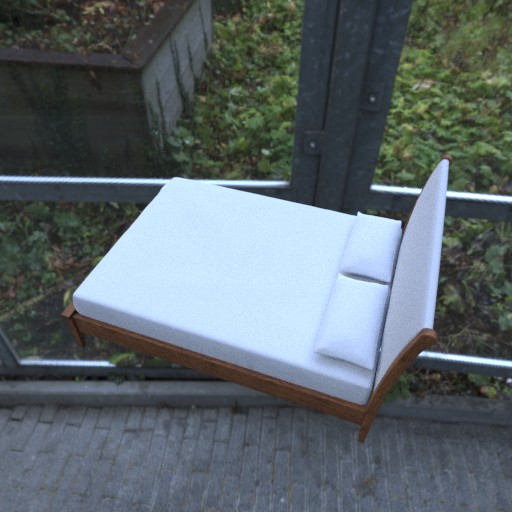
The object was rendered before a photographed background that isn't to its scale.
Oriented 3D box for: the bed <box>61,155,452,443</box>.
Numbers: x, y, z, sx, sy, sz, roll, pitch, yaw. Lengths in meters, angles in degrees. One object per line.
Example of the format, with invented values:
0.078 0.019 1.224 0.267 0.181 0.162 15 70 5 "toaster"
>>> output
0.000 0.000 2.934 2.108 1.135 1.502 14 46 14 "bed"
